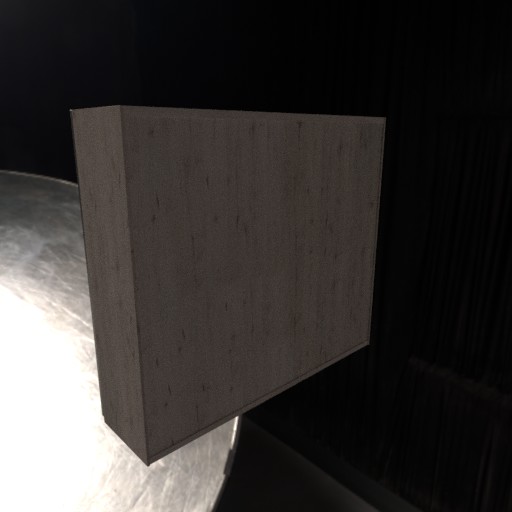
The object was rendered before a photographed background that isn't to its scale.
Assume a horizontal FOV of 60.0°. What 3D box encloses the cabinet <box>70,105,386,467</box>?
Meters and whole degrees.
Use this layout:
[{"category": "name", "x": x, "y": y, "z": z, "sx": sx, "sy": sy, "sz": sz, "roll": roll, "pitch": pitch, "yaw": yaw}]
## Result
[{"category": "cabinet", "x": 0.000, "y": 0.000, "z": 3.583, "sx": 2.500, "sy": 2.180, "sz": 0.660, "roll": -14, "pitch": 21, "yaw": -41}]
